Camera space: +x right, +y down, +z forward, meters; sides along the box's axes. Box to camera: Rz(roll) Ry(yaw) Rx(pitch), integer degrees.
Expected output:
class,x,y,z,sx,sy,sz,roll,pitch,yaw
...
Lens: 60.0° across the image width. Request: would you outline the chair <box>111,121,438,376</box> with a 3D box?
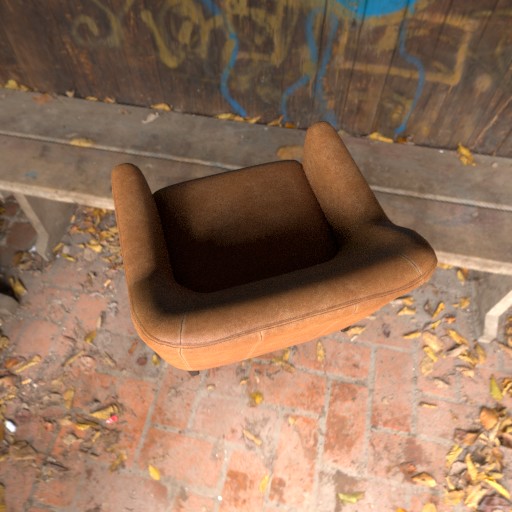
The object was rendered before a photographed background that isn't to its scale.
class,x,y,z,sx,sy,sz,roll,pitch,yaw
chair,0.000,0.000,1.876,1.037,0.980,1.034,-14,59,-9
